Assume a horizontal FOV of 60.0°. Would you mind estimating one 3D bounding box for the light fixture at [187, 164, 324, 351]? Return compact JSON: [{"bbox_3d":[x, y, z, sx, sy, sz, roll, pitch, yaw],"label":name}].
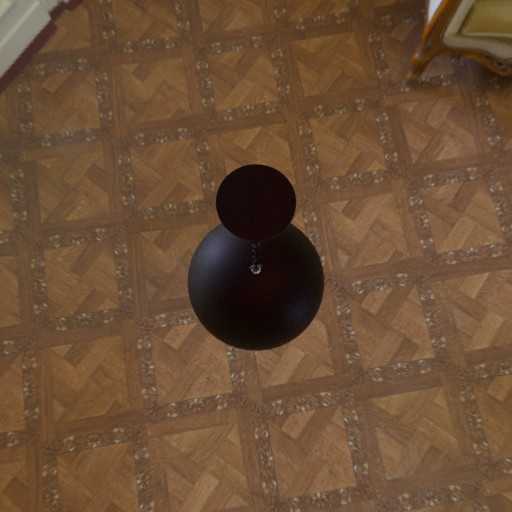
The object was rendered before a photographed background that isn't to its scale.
[{"bbox_3d":[0.000,0.000,1.185,0.492,0.869,0.492,-11,78,-2],"label":"light fixture"}]
